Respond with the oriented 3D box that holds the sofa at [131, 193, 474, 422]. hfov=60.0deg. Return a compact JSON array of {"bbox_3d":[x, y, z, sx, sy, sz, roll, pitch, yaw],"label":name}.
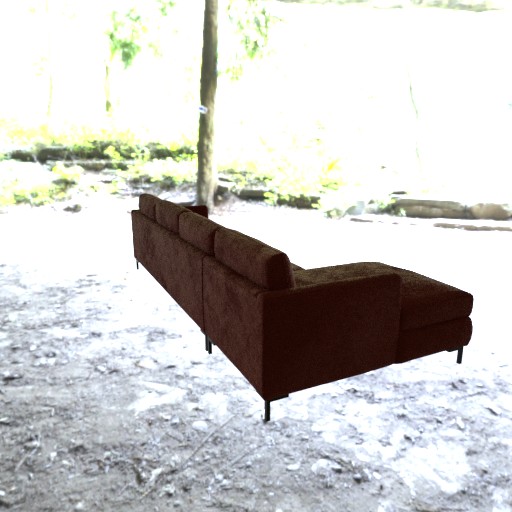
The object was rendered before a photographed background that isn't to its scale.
[{"bbox_3d":[0.000,0.000,2.911,1.136,0.663,2.467,-7,16,-26],"label":"sofa"}]
